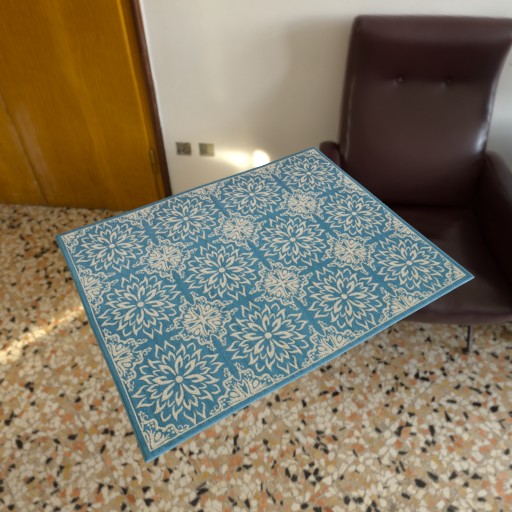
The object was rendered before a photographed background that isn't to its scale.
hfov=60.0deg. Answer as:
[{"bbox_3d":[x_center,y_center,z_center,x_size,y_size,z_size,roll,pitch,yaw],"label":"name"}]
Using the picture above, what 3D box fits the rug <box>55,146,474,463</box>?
[{"bbox_3d":[0.000,0.000,3.941,2.964,0.018,2.350,-23,50,-21],"label":"rug"}]
